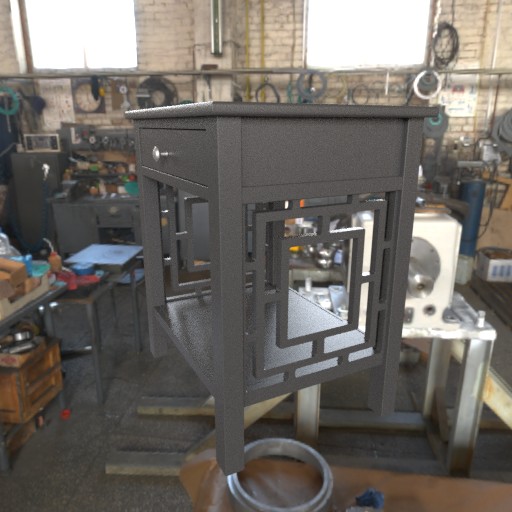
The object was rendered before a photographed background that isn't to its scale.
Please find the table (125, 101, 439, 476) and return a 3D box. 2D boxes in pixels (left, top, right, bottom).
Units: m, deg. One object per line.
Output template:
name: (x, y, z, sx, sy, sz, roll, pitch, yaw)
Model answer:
table: (0.000, 0.000, 1.028, 0.451, 0.646, 0.564, -8, 18, -26)
